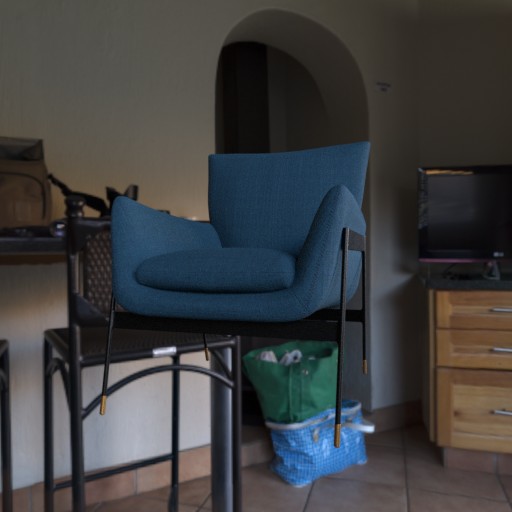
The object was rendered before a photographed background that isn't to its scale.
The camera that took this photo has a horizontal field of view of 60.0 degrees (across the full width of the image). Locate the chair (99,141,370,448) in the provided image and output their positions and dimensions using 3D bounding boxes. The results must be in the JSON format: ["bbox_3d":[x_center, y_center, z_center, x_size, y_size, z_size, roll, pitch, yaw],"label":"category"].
[{"bbox_3d":[0.000,0.000,1.433,0.678,0.859,0.769,0,0,19],"label":"chair"}]
